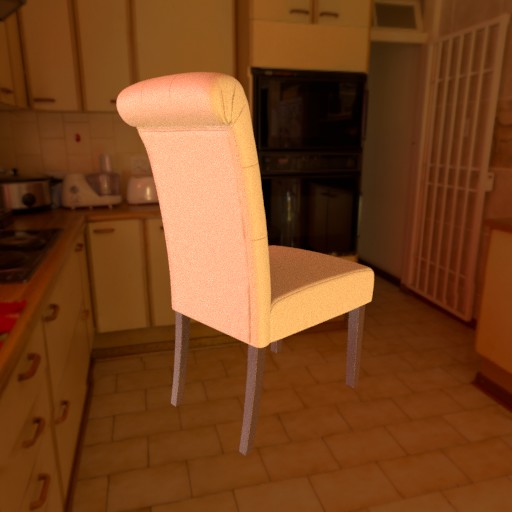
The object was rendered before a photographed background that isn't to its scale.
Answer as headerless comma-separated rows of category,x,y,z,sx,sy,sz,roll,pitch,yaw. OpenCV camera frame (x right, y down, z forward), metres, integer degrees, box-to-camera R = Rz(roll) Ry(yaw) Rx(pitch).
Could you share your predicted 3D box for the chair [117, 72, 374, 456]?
chair,0.000,0.000,1.386,0.456,1.006,0.671,14,21,43
